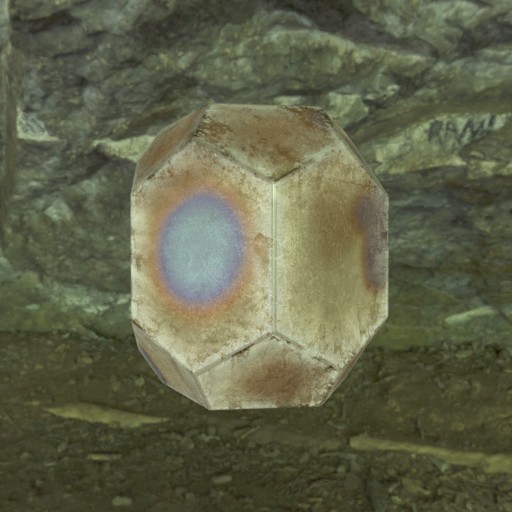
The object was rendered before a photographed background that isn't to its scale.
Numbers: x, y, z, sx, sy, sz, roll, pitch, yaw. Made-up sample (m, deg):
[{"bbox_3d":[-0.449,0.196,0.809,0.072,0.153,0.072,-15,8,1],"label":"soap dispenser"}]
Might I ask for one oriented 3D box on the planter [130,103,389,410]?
[{"bbox_3d":[0.000,0.000,0.421,0.243,0.238,0.221,0,1,-36],"label":"planter"}]
